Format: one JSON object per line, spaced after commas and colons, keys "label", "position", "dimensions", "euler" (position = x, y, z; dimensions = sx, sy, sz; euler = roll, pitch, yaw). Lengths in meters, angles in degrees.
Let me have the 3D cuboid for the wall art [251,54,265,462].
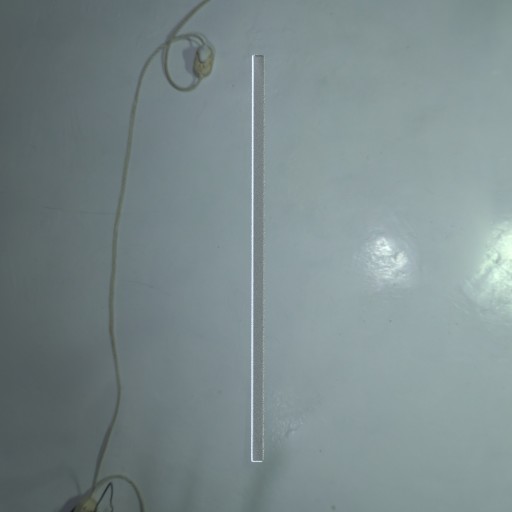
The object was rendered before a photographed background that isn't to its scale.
{"label": "wall art", "position": [0.000, 0.000, 0.671], "dimensions": [0.012, 0.529, 0.374], "euler": [0, 91, 0]}
